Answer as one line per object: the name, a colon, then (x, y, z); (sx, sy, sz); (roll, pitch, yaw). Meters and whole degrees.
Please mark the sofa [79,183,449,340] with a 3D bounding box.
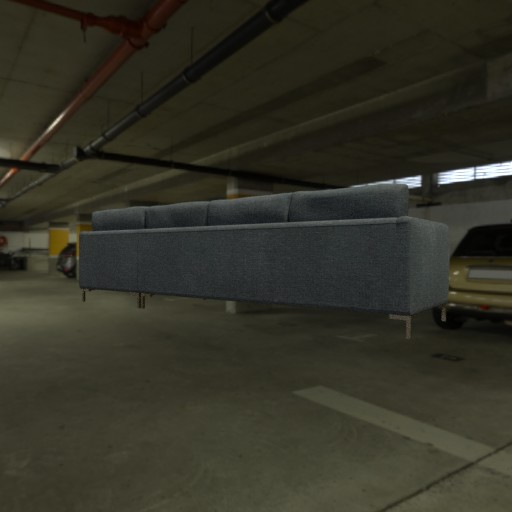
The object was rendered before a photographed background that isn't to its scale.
sofa: (0.000, 0.000, 3.569); (2.932, 0.810, 1.350); (0, 1, 36)
